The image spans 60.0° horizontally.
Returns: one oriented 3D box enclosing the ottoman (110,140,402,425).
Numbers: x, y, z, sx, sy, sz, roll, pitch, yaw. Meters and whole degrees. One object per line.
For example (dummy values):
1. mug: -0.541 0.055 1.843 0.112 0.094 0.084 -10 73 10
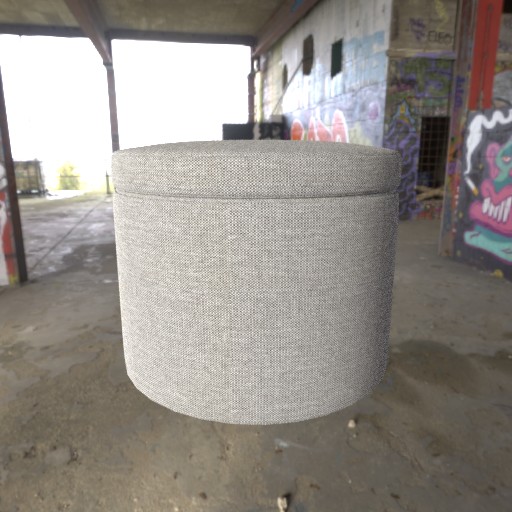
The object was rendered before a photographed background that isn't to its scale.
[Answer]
1. ottoman: 0.000 0.000 0.836 0.500 0.419 0.500 0 13 0
